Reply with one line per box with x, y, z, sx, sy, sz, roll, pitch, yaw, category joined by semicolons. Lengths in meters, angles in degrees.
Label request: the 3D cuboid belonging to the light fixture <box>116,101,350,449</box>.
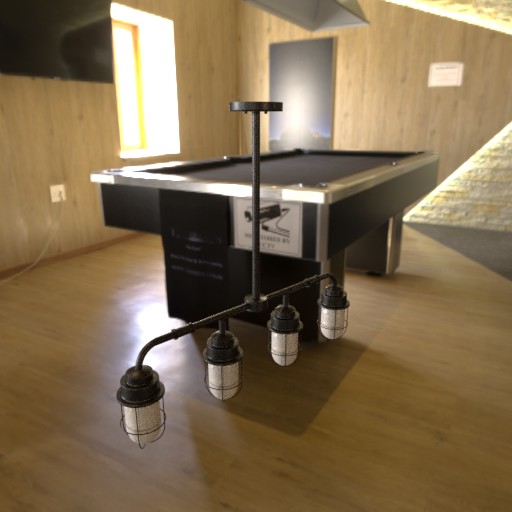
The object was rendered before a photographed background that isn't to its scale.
0.000;0.000;1.199;0.852;0.785;0.131;-16;24;-42;light fixture
